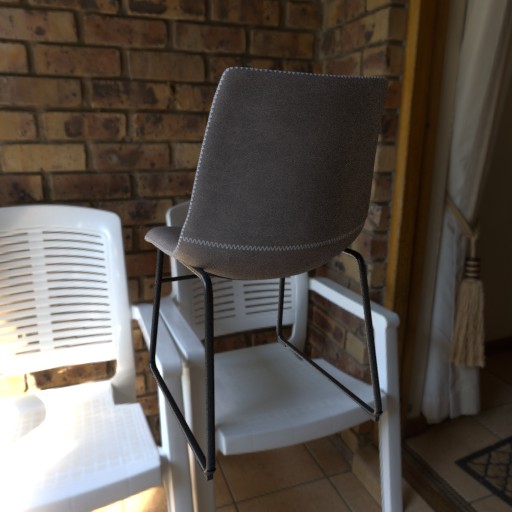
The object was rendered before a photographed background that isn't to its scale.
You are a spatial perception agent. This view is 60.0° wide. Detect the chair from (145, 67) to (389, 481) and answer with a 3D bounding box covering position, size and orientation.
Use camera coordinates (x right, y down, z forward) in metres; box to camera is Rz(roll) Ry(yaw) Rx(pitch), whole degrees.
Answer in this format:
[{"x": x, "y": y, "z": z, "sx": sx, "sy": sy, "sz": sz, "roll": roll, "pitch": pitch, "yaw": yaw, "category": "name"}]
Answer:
[{"x": 0.000, "y": 0.000, "z": 1.086, "sx": 0.460, "sy": 0.780, "sz": 0.550, "roll": -7, "pitch": 17, "yaw": -25, "category": "chair"}]
